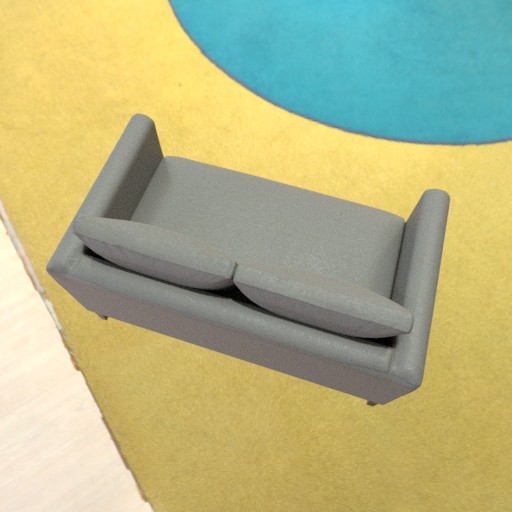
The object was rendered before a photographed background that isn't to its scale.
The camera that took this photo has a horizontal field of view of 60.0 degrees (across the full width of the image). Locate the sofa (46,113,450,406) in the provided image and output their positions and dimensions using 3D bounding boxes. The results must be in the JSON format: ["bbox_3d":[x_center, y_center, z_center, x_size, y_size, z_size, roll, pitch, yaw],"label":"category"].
[{"bbox_3d":[0.000,0.000,2.145,1.598,0.873,0.899,16,66,8],"label":"sofa"}]
